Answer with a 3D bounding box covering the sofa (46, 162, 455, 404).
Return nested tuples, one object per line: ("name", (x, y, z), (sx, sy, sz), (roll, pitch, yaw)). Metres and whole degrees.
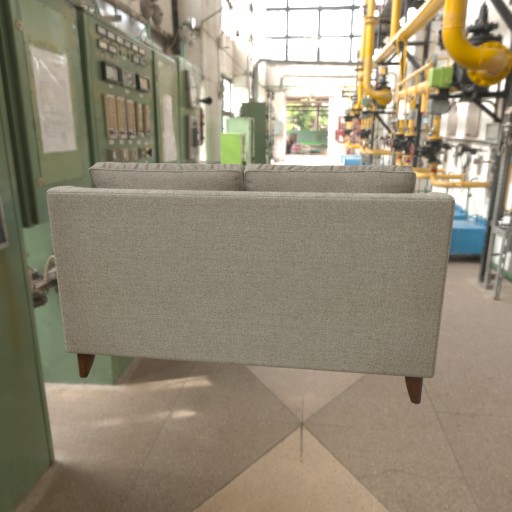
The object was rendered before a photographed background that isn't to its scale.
("sofa", (0.000, 0.000, 2.017), (1.422, 0.863, 0.915), (2, 16, 8))
